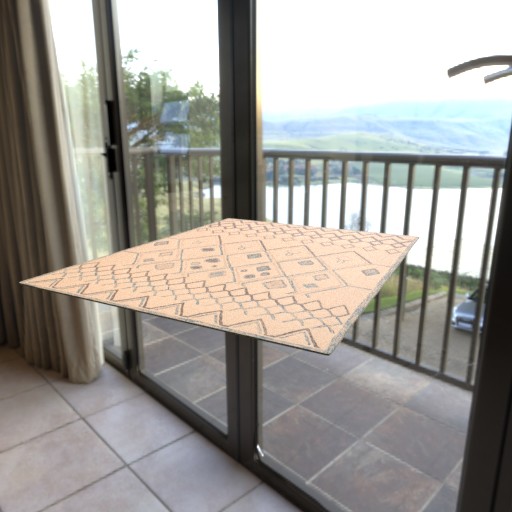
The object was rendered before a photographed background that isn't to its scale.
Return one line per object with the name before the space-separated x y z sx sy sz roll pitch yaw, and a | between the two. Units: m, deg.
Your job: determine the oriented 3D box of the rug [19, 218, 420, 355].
rug | 0.000 0.000 4.081 2.441 0.013 3.056 8 17 27
